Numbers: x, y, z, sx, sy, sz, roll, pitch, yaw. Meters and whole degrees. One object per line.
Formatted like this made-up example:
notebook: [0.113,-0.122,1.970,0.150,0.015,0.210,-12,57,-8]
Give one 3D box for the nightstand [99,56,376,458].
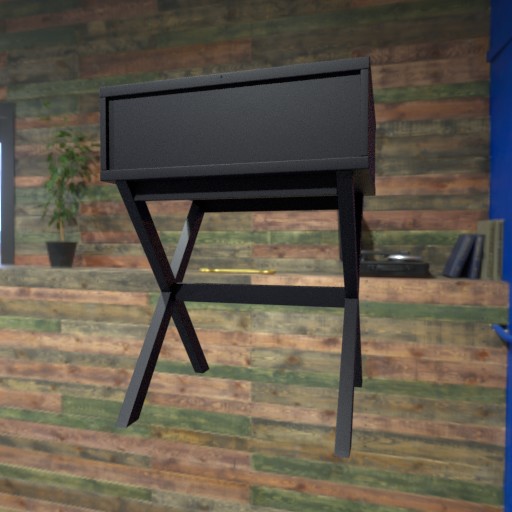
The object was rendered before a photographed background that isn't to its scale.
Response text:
nightstand: [0.000,0.000,0.942,0.479,0.623,0.402,0,2,16]
